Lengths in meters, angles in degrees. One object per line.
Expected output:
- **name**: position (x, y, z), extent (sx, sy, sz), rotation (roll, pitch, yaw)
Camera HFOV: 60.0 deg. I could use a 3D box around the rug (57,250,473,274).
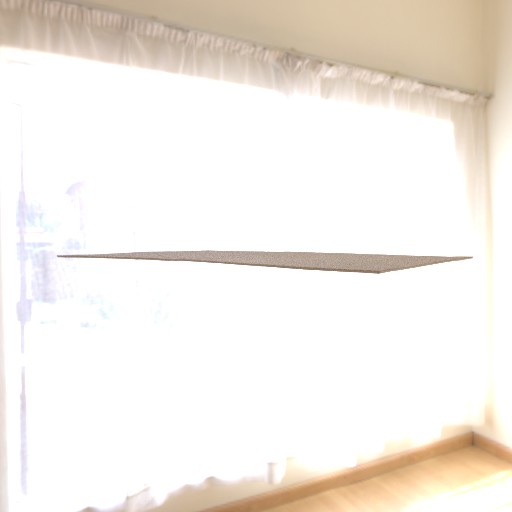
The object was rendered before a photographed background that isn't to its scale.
- **rug**: position (0.000, 0.000, 2.249), extent (1.792, 0.021, 1.154), rotation (2, 3, 38)
